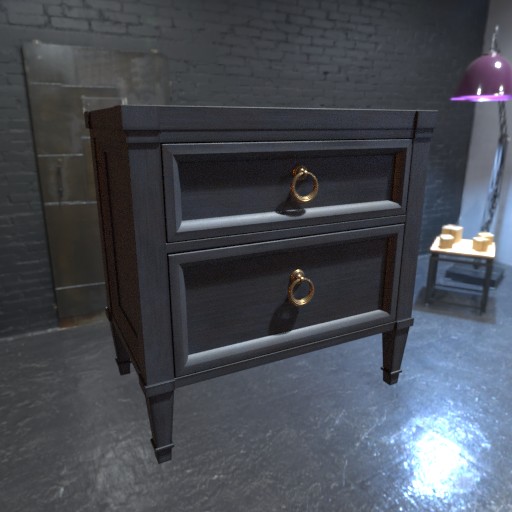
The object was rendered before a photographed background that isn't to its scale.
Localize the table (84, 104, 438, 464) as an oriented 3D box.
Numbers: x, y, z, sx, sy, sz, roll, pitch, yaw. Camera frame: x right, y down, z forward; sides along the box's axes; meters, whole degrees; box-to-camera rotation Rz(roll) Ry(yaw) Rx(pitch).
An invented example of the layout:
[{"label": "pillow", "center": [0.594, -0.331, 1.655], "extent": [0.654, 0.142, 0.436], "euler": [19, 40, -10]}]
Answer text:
[{"label": "table", "center": [0.000, 0.000, 1.061], "extent": [0.660, 0.660, 0.413], "euler": [-8, 18, -26]}]
